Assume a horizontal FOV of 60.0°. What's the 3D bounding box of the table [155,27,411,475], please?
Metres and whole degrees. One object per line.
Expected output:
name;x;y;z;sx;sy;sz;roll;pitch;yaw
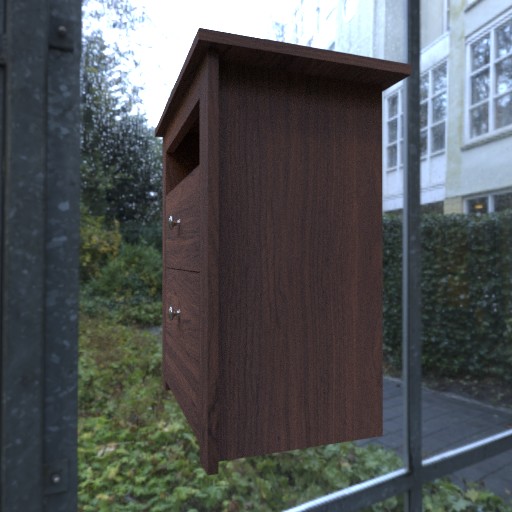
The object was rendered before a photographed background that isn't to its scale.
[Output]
table;0.000;0.000;1.034;0.406;0.711;0.589;0;0;-19
